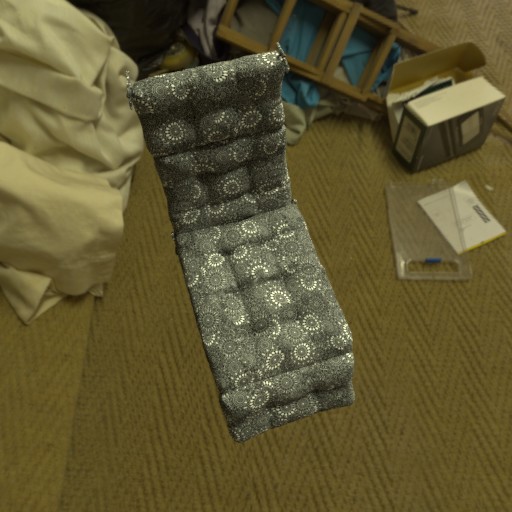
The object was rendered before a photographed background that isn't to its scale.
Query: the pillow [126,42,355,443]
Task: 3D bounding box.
[{"bbox_3d":[0.000,0.000,1.495,0.526,0.863,1.016,-16,63,-8],"label":"pillow"}]
